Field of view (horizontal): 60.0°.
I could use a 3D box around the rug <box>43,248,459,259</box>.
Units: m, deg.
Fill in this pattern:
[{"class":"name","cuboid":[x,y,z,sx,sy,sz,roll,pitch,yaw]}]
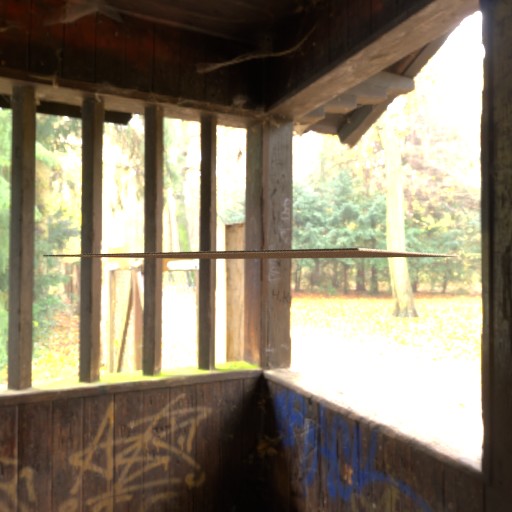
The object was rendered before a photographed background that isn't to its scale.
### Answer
[{"class":"rug","cuboid":[0.000,0.000,4.150,3.050,0.015,2.441,-1,-1,36]}]
